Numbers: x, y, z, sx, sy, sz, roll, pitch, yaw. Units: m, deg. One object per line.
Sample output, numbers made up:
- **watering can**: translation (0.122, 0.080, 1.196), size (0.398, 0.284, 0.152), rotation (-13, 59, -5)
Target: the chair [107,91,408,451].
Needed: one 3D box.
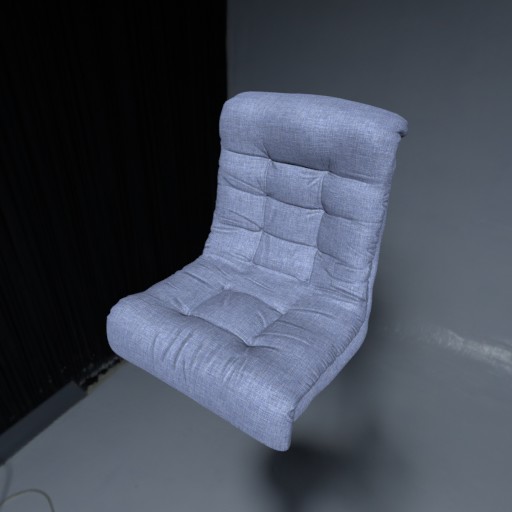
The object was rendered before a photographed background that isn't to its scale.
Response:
- **chair**: translation (0.000, 0.000, 1.208), size (0.597, 0.749, 0.668), rotation (19, 35, 29)
